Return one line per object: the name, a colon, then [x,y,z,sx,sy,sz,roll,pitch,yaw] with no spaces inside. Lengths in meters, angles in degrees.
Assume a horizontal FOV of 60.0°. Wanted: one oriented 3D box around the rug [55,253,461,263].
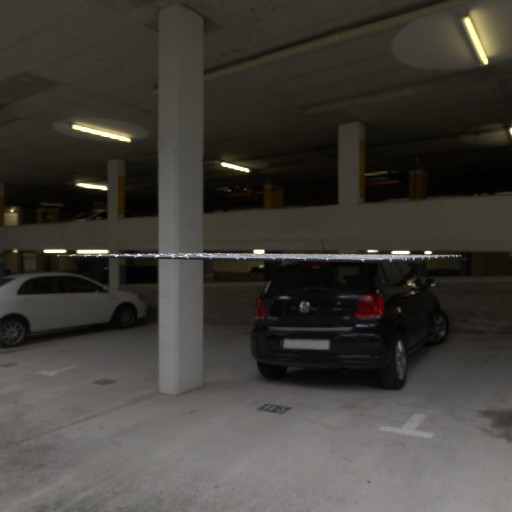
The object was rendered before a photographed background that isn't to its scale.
rug: [0.000,0.000,2.385,1.830,0.013,1.223,1,1,35]
